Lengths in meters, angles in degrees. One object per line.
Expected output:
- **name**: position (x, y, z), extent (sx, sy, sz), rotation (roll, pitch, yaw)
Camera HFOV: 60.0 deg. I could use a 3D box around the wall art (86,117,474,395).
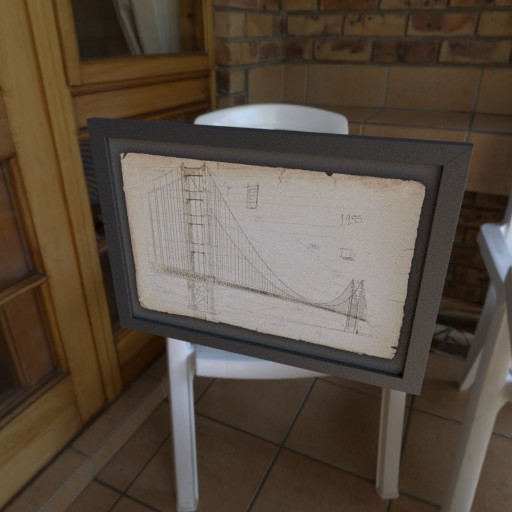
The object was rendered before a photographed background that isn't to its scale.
- **wall art**: position (0.000, 0.000, 0.548), extent (0.432, 0.306, 0.016), rotation (9, 28, 17)
